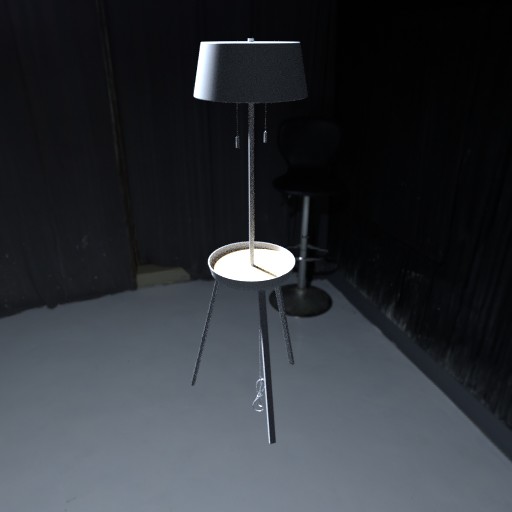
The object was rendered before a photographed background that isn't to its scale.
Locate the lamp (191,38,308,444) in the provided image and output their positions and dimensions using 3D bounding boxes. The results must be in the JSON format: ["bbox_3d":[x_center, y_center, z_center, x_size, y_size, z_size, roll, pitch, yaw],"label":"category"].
[{"bbox_3d":[0.000,0.000,1.623,0.508,1.429,0.468,-8,28,-16],"label":"lamp"}]
